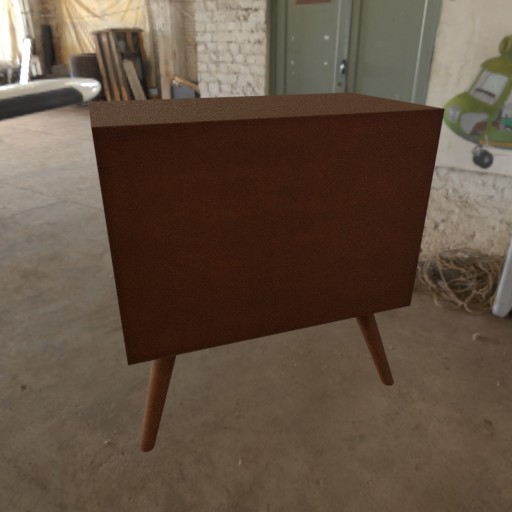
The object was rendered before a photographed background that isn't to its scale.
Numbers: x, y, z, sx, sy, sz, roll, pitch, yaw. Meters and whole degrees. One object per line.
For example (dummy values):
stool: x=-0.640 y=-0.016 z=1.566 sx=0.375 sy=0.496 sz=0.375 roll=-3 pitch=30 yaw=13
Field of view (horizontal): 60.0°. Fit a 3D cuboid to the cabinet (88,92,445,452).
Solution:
cabinet: x=0.000 y=0.000 z=1.153 sx=0.712 sy=0.748 sz=0.388 roll=-9 pitch=27 yaw=-18
